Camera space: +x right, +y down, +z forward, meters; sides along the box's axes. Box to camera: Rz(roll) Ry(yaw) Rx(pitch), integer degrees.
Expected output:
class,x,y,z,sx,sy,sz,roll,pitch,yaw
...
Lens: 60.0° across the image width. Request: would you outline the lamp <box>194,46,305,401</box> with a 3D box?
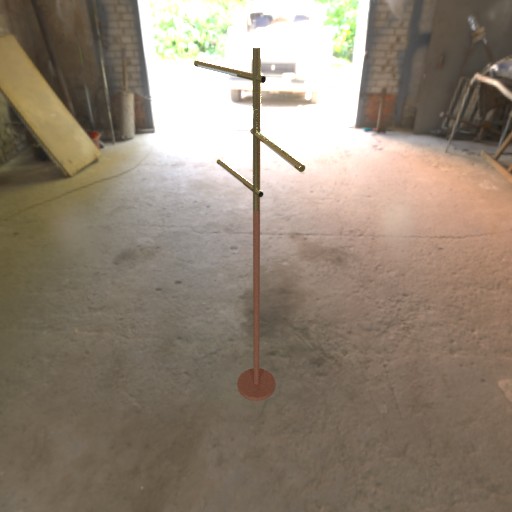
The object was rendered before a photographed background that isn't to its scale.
class,x,y,z,sx,sy,sz,roll,pitch,yaw
lamp,0.000,0.000,1.979,0.209,1.704,0.737,-22,39,-29
